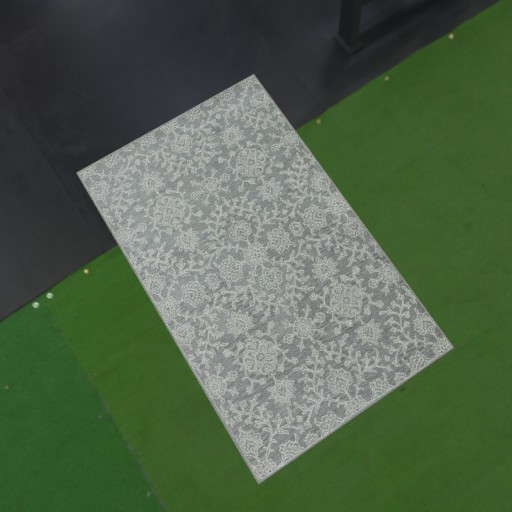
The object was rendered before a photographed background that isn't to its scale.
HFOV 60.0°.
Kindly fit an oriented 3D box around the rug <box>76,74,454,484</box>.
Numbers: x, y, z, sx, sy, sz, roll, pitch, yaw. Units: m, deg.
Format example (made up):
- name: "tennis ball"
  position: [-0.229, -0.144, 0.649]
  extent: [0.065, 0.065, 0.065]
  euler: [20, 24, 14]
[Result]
- name: "rug"
  position: [0.000, 0.000, 3.040]
  extent: [1.515, 0.010, 2.430]
  euler: [-32, 78, -7]
